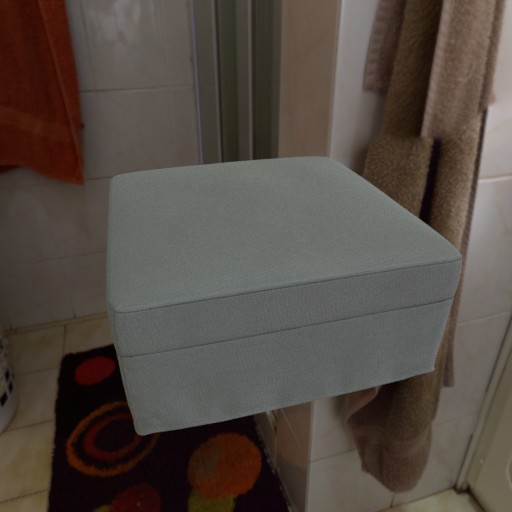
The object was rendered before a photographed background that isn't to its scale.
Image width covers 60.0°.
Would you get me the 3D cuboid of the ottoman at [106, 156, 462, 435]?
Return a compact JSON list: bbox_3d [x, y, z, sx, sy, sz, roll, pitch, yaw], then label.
[{"bbox_3d":[0.000,0.000,1.380,0.843,0.441,0.842,-8,31,-13],"label":"ottoman"}]
